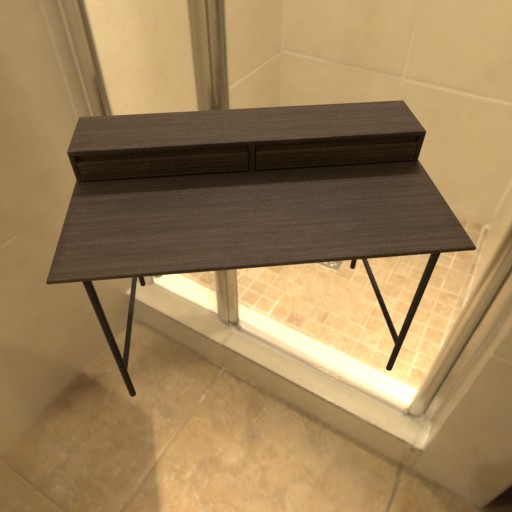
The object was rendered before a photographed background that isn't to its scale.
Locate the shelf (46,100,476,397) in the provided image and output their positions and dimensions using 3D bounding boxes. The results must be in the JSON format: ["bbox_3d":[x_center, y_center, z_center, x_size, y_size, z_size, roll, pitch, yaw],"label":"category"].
[{"bbox_3d":[0.000,0.000,1.700,1.212,0.865,0.685,-4,45,-4],"label":"shelf"}]
